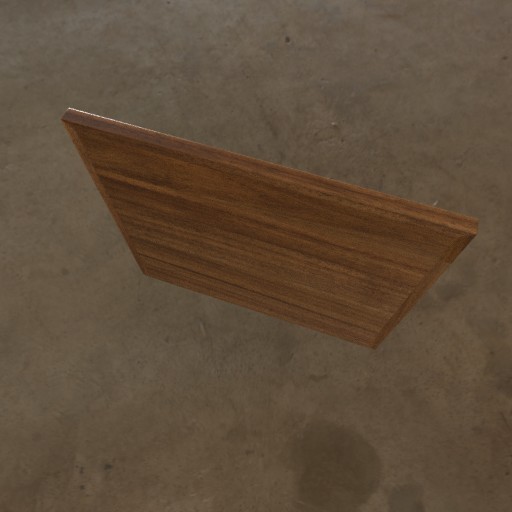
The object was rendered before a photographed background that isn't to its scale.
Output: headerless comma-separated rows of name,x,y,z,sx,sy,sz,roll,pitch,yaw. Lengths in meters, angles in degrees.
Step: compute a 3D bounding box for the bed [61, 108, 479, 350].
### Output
bed,0.000,0.000,1.477,1.041,0.940,0.043,17,64,9
